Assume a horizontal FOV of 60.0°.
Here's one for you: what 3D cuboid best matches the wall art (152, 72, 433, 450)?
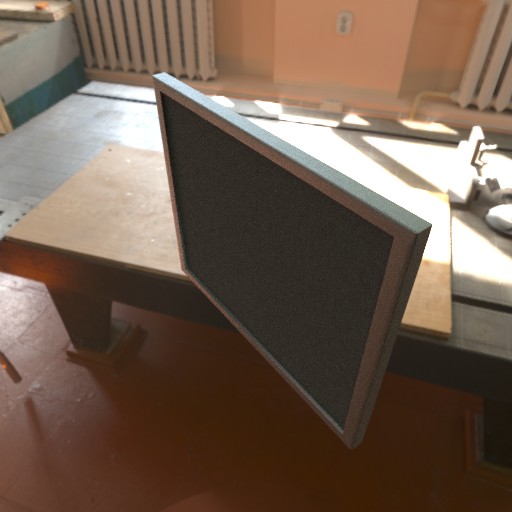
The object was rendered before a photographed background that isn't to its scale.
[{"bbox_3d":[0.000,0.000,0.755,0.028,0.457,0.556,-27,48,-27],"label":"wall art"}]
